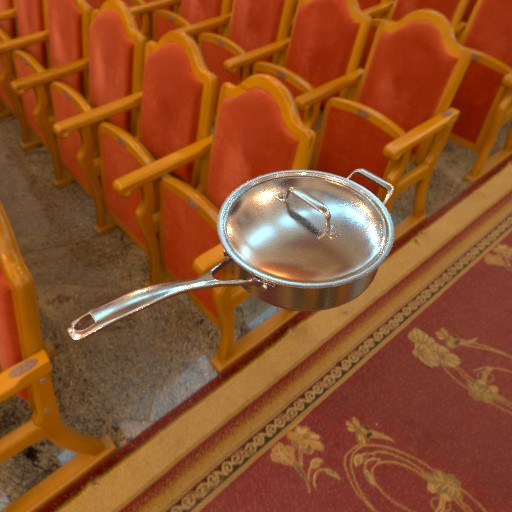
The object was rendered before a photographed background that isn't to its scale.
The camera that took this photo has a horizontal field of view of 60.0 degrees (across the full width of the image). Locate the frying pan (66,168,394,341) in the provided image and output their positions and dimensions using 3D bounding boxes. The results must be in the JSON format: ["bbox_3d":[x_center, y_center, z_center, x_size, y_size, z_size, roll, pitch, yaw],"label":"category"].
[{"bbox_3d":[0.000,0.000,0.590,0.492,0.111,0.245,-31,53,-27],"label":"frying pan"}]
